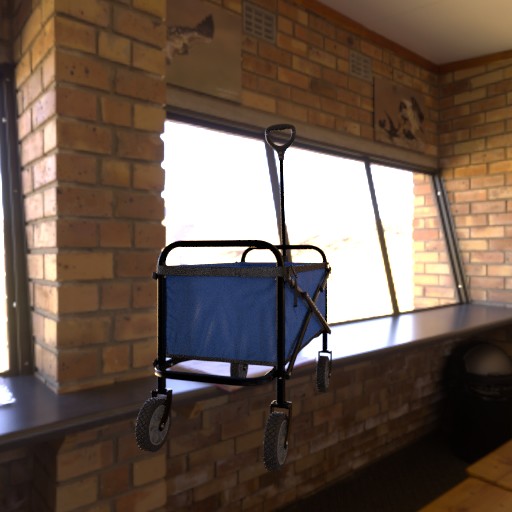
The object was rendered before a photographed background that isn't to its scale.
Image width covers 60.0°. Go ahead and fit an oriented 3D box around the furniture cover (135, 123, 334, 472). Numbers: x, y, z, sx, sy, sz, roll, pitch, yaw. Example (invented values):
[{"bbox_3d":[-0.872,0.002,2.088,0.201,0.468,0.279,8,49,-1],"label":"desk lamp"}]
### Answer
[{"bbox_3d":[0.000,0.000,1.829,0.532,1.295,1.038,0,0,19],"label":"furniture cover"}]
